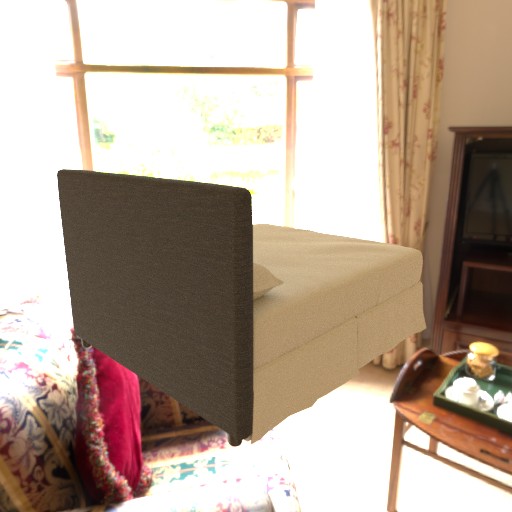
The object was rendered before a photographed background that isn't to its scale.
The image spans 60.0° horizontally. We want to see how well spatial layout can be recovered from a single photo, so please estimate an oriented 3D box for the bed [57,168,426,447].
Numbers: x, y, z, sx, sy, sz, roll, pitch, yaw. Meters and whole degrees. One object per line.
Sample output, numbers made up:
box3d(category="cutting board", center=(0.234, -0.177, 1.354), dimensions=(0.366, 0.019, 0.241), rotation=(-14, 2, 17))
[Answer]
box3d(category="bed", center=(0.000, 0.000, 3.354), dimensions=(1.884, 1.330, 2.142), rotation=(14, 20, 42))
